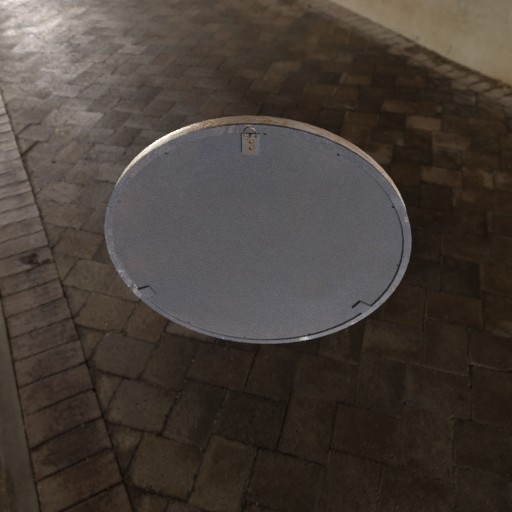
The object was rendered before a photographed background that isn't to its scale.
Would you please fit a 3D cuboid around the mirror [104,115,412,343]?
[{"bbox_3d":[0.000,0.000,1.066,0.710,0.710,0.038,3,46,3],"label":"mirror"}]
